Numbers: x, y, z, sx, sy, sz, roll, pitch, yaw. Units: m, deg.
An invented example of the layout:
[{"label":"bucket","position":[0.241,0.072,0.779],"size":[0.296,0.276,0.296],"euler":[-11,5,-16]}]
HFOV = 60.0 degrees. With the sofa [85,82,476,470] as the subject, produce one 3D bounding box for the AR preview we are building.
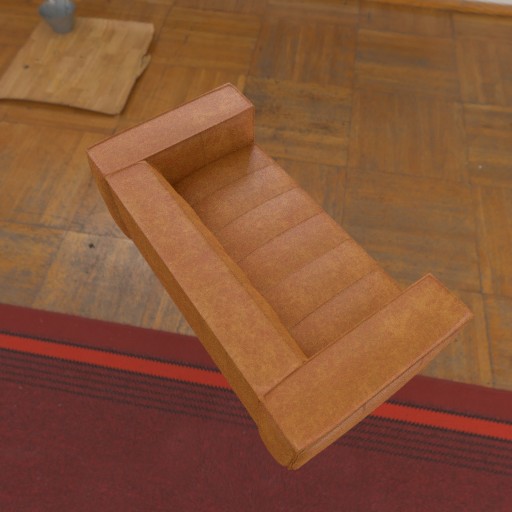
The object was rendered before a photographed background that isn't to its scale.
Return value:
[{"label":"sofa","position":[0.000,0.000,2.603],"size":[1.102,0.703,2.088],"euler":[-31,63,-18]}]
